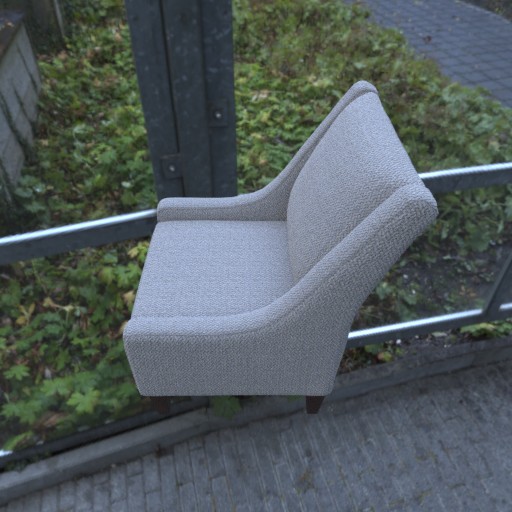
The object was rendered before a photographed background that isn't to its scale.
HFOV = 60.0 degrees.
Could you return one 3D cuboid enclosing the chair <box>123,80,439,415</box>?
[{"bbox_3d":[0.000,0.000,1.631,0.870,1.014,0.774,0,42,0],"label":"chair"}]
